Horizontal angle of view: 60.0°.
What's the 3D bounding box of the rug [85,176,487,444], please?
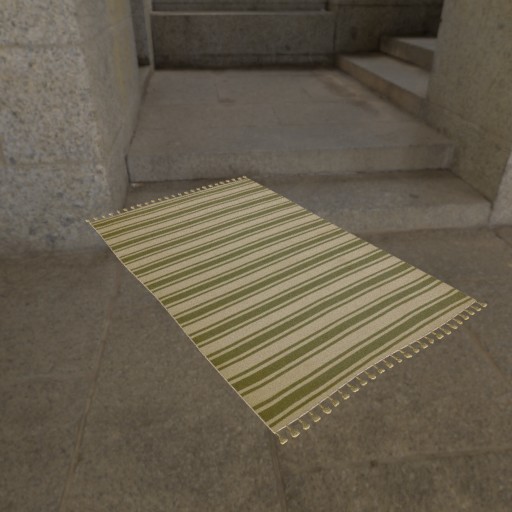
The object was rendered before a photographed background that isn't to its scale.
[{"bbox_3d":[0.000,0.000,2.288,1.162,0.013,1.875,-21,38,-30],"label":"rug"}]
